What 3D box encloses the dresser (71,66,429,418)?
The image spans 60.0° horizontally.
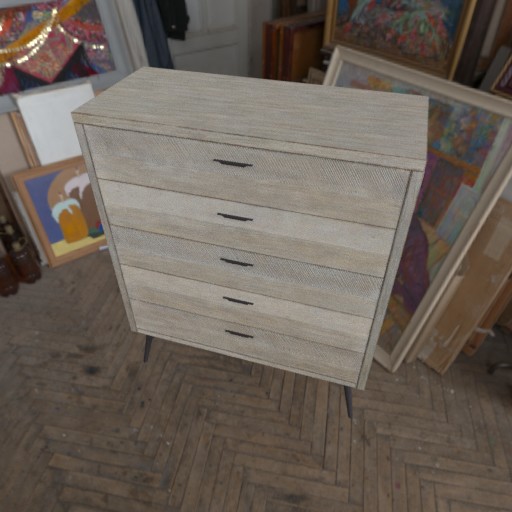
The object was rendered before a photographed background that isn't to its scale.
[{"bbox_3d":[0.000,0.000,1.754,1.016,1.219,0.457,11,42,13],"label":"dresser"}]
